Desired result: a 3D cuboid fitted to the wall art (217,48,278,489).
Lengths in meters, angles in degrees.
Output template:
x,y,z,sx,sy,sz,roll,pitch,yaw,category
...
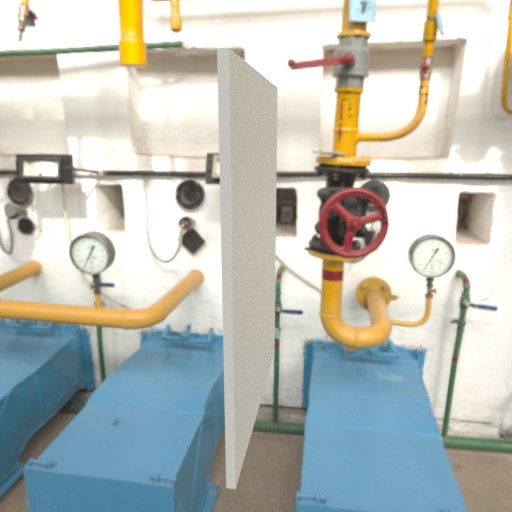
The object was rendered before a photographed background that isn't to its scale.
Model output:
x,y,z,sx,sy,sz,roll,pitch,yaw,category
0.000,0.000,0.694,0.013,0.533,0.381,3,15,10,wall art
